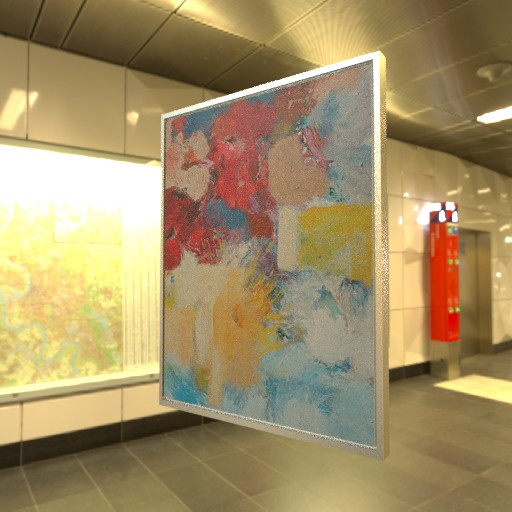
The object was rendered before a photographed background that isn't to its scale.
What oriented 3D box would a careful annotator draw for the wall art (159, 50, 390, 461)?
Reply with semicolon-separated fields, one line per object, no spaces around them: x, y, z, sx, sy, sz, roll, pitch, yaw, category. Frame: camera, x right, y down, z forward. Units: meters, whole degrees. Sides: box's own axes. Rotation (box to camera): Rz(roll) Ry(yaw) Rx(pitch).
0.000;0.000;0.752;0.444;0.569;0.025;-1;-2;35;wall art
